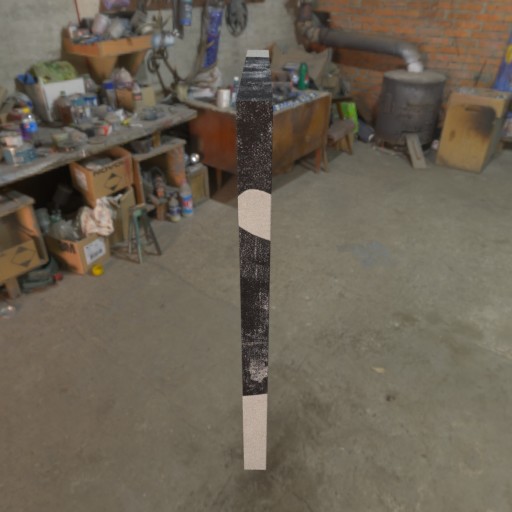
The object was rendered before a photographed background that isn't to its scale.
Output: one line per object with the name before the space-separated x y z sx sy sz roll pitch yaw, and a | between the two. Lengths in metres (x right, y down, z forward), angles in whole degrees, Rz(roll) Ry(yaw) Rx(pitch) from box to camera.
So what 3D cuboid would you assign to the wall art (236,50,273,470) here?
wall art | 0.000 0.000 0.773 0.039 0.610 0.407 0 31 1
